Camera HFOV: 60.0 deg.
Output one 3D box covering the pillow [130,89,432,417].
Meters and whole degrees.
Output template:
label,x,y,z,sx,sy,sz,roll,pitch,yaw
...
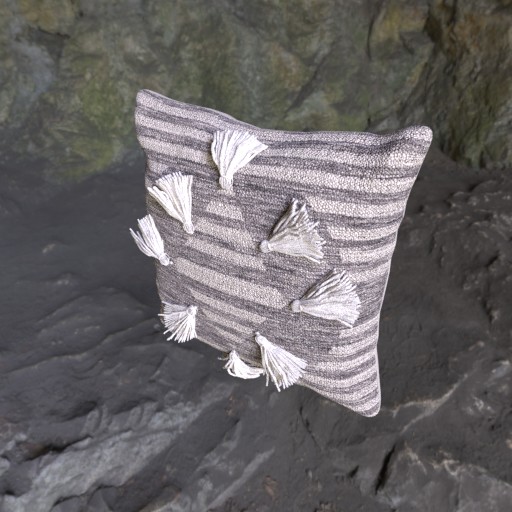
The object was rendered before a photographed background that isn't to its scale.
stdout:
label,x,y,z,sx,sy,sz,roll,pitch,yaw
pillow,0.000,0.000,0.745,0.484,0.490,0.234,17,34,28
